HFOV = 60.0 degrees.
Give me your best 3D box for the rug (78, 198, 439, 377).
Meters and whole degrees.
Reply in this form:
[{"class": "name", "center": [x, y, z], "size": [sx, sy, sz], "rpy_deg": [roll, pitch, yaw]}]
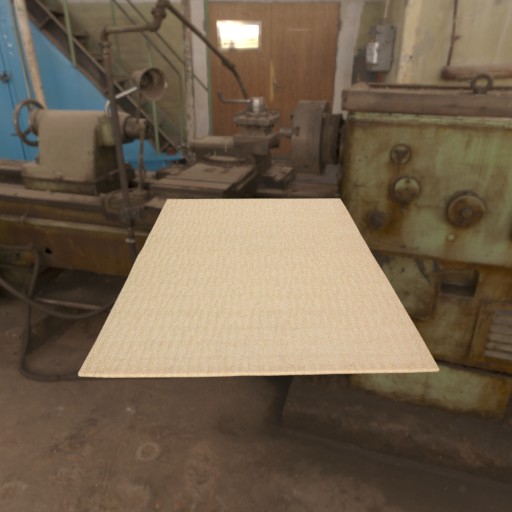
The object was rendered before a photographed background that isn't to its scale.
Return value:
[{"class": "rug", "center": [0.000, 0.000, 2.326], "size": [1.238, 0.014, 1.848], "rpy_deg": [0, 26, -1]}]
